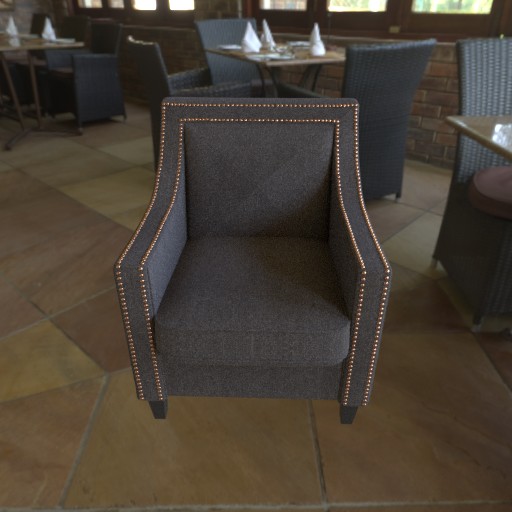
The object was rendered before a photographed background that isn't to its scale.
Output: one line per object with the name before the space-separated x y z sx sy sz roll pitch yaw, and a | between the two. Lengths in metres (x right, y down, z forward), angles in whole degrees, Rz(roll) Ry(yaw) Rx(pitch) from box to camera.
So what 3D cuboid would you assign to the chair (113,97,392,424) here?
chair | 0.000 0.000 1.622 0.776 0.967 0.884 1 30 2
